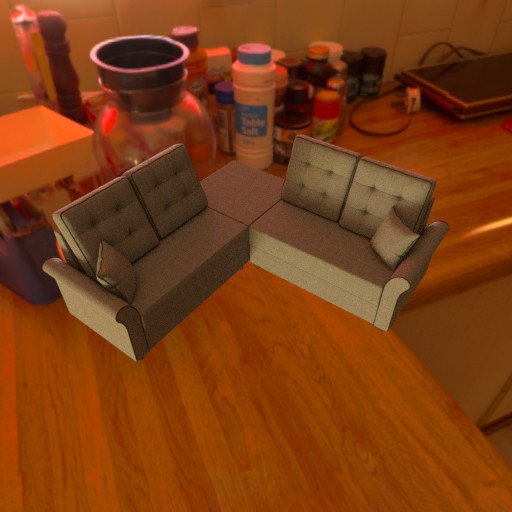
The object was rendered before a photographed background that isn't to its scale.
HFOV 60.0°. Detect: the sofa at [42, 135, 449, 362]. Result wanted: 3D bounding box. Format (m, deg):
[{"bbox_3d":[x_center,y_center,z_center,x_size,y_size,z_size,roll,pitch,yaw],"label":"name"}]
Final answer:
[{"bbox_3d":[0.000,0.000,3.211,2.070,0.988,2.068,26,48,26],"label":"sofa"}]
